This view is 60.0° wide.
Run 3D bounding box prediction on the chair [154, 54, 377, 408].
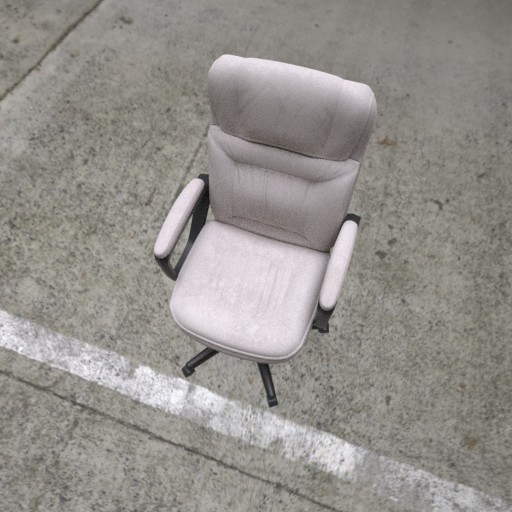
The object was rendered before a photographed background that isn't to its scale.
[{"bbox_3d":[0.000,0.000,1.578,0.667,1.105,0.724,17,60,10],"label":"chair"}]
